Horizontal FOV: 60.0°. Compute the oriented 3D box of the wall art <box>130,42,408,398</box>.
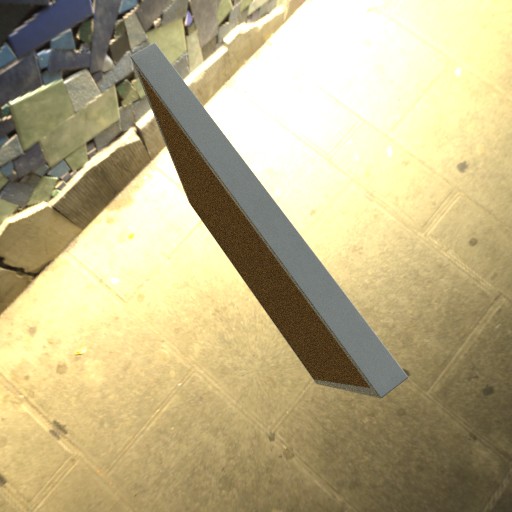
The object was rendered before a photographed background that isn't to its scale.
[{"bbox_3d":[0.000,0.000,0.761,0.037,0.508,0.508,-34,78,-8],"label":"wall art"}]
